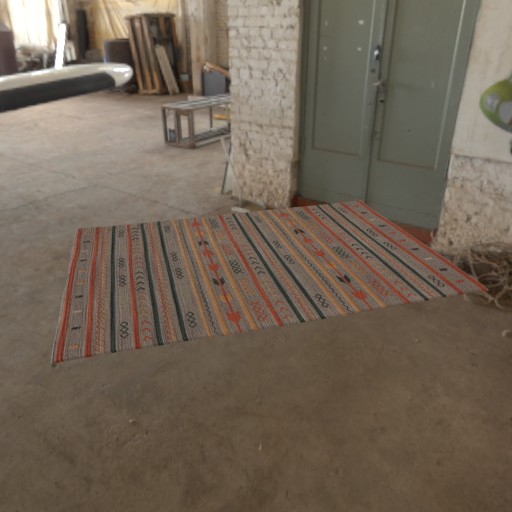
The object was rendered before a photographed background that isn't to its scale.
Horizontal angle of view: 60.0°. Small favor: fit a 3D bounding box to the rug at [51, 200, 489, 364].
[{"bbox_3d":[0.000,0.000,2.286,1.835,0.017,1.220,-7,28,-14],"label":"rug"}]
